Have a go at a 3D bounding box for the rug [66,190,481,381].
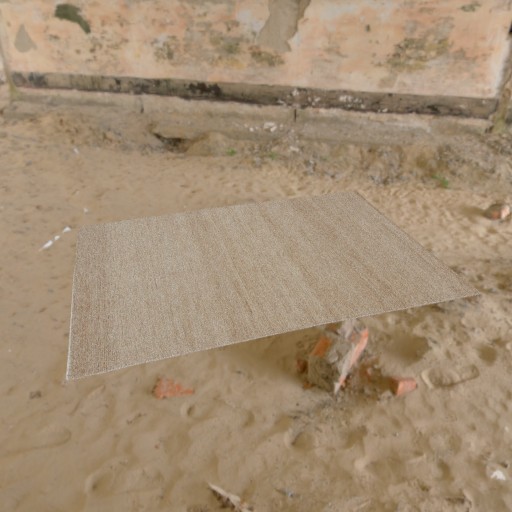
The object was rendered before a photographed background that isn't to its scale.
[{"bbox_3d":[0.000,0.000,2.996,2.346,0.029,1.574,-9,33,-14],"label":"rug"}]
